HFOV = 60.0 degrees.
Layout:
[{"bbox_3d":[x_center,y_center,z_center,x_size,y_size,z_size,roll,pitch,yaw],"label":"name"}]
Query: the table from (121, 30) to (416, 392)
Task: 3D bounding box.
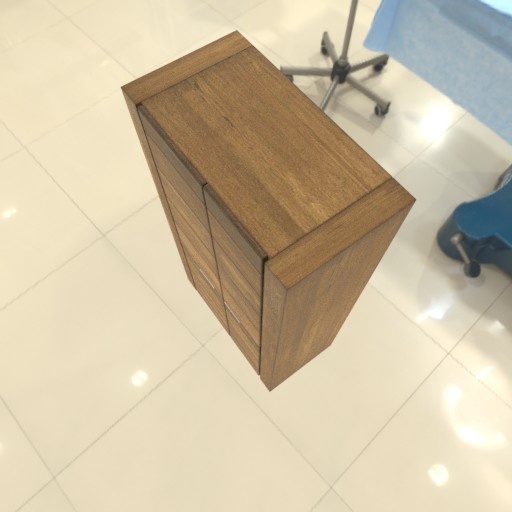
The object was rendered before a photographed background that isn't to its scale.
[{"bbox_3d":[0.000,0.000,2.578,0.600,2.000,1.100,-33,69,-15],"label":"table"}]
